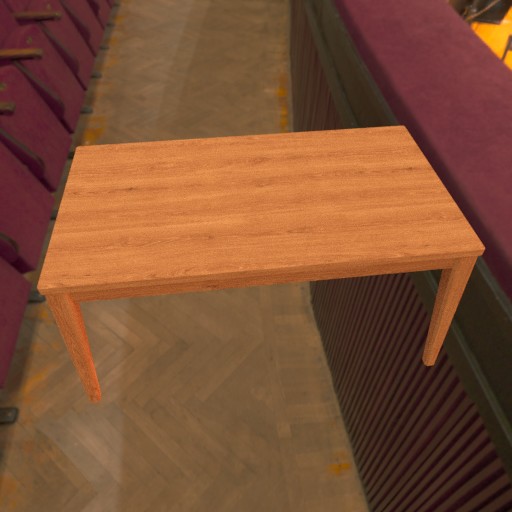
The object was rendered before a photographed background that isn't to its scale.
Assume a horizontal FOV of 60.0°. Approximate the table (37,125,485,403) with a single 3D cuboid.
[{"bbox_3d":[0.000,0.000,2.065,1.600,0.760,0.900,-5,47,-5],"label":"table"}]
